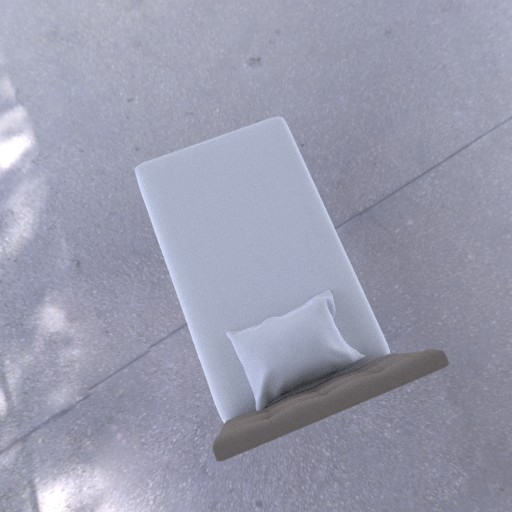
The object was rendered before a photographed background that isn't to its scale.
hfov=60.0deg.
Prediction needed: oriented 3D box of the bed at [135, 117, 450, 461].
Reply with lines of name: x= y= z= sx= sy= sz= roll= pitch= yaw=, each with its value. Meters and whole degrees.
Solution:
bed: x=0.000 y=0.000 z=2.936 sx=1.261 sy=1.571 sz=1.997 roll=-21 pitch=77 yaw=-5
